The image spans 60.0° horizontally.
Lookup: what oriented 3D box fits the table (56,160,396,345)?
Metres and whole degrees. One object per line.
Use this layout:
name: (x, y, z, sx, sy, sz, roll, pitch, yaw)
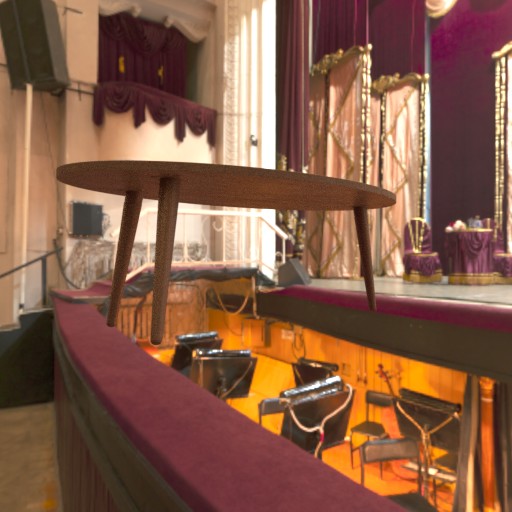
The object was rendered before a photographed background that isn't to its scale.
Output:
table: (0.000, 0.000, 1.299, 1.083, 0.390, 0.542, 0, -1, -35)
